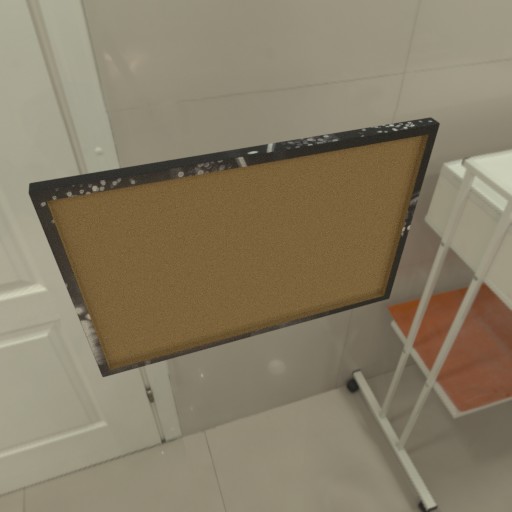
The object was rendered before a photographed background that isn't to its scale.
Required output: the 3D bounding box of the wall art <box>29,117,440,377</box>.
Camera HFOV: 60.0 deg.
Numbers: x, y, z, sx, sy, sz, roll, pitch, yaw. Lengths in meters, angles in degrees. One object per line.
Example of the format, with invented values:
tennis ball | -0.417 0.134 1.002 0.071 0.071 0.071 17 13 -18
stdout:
wall art | 0.000 0.000 1.155 0.914 0.609 0.038 -13 43 -14
